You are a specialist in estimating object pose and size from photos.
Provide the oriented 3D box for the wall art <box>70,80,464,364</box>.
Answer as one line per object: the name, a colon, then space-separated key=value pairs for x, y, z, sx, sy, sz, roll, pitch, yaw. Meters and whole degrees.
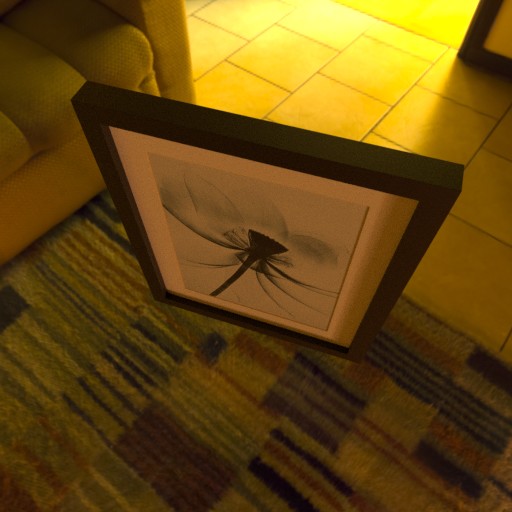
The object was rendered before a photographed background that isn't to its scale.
wall art: x=0.000 y=0.000 z=0.524 sx=0.330 sy=0.381 sz=0.029 roll=16 pitch=59 yaw=10
